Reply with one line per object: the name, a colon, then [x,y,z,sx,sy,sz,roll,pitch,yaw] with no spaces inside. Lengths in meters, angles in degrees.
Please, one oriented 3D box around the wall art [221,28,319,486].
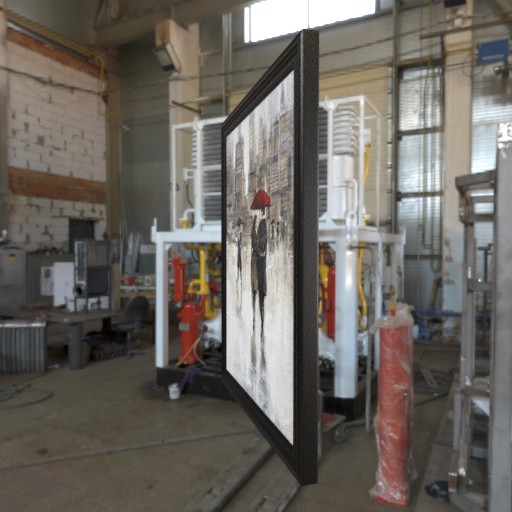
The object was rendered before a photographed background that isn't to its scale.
wall art: [0.000,0.000,1.613,0.053,1.194,0.950,0,1,-17]
